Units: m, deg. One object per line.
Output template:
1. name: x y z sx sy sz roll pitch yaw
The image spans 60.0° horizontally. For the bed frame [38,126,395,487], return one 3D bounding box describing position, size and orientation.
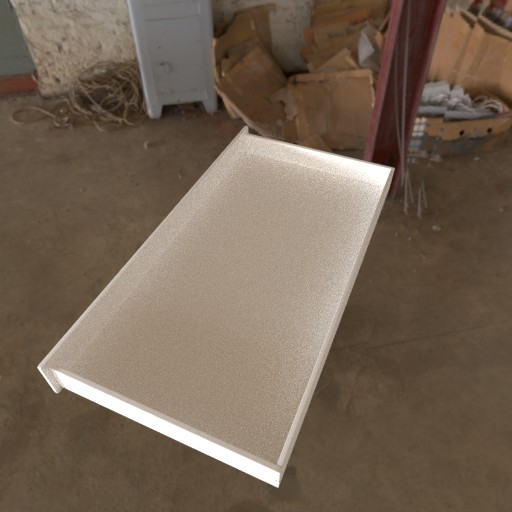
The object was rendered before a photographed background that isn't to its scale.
1. bed frame: 0.000 0.000 1.514 0.670 0.141 1.300 18 49 16
